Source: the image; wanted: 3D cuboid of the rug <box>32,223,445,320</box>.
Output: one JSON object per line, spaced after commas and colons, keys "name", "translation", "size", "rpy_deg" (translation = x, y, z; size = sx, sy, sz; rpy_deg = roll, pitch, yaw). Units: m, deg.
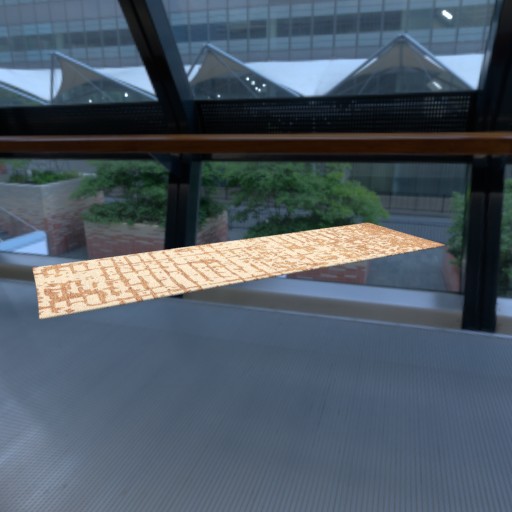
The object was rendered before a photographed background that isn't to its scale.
{"name": "rug", "translation": [0.000, 0.000, 2.706], "size": [2.435, 0.011, 0.750], "rpy_deg": [-9, 19, -26]}
